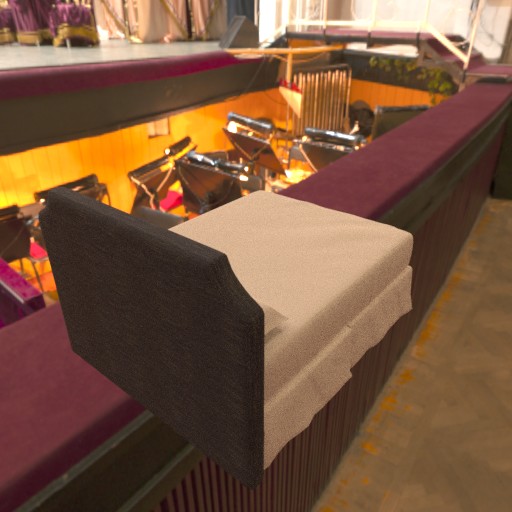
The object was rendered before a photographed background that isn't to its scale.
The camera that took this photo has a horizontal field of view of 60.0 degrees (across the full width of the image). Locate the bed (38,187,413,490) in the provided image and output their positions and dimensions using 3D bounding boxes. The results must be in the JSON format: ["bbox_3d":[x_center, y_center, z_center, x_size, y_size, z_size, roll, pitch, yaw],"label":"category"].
[{"bbox_3d":[0.000,0.000,3.109,1.693,1.290,2.116,22,36,34],"label":"bed"}]
